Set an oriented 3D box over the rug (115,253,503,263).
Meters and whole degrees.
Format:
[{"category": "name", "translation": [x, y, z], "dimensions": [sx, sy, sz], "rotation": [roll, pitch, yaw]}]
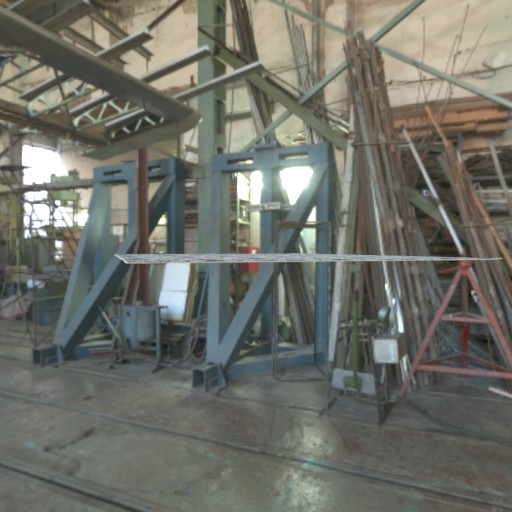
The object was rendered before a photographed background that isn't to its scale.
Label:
[{"category": "rug", "translation": [0.000, 0.000, 4.100], "dimensions": [2.437, 0.015, 3.205], "rotation": [0, 1, -19]}]
